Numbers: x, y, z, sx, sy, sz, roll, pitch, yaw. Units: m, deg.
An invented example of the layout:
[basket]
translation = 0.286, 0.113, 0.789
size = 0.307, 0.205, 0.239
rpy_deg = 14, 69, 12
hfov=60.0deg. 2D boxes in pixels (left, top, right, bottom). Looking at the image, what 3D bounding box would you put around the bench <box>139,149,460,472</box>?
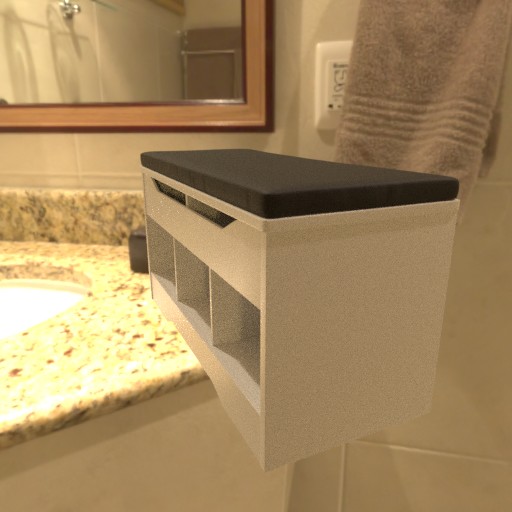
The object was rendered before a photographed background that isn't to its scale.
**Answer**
[bench]
translation = 0.000, 0.000, 1.172
size = 0.401, 0.500, 0.899
rpy_deg = -8, 19, -24
